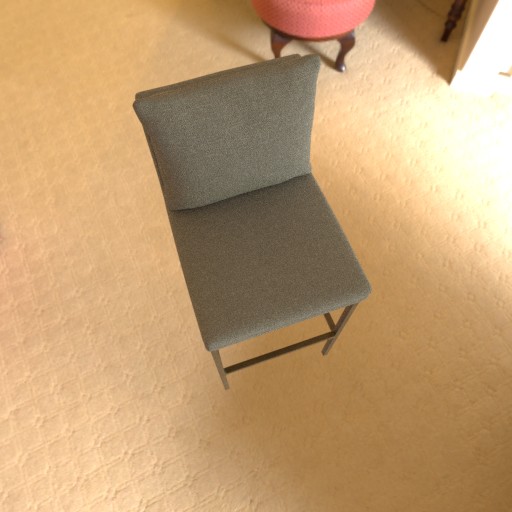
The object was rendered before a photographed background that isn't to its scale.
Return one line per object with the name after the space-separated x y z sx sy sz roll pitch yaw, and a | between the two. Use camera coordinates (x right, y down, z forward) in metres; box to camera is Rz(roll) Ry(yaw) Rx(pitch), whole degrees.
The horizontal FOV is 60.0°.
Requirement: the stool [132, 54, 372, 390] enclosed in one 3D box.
0.000 0.000 1.412 0.463 1.132 0.569 -17 65 -8 | stool
